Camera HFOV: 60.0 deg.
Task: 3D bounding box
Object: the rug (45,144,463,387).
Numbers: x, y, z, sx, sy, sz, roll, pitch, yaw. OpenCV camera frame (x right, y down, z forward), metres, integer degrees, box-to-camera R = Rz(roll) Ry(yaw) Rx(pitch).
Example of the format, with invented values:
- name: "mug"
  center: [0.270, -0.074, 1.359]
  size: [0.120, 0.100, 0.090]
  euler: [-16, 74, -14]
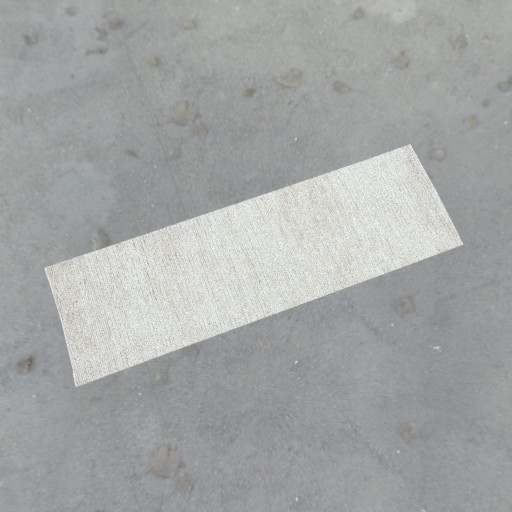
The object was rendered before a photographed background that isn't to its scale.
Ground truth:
- name: "rug"
  center: [0.000, 0.000, 2.583]
  size: [2.346, 0.013, 0.712]
  euler: [-19, 74, -6]
